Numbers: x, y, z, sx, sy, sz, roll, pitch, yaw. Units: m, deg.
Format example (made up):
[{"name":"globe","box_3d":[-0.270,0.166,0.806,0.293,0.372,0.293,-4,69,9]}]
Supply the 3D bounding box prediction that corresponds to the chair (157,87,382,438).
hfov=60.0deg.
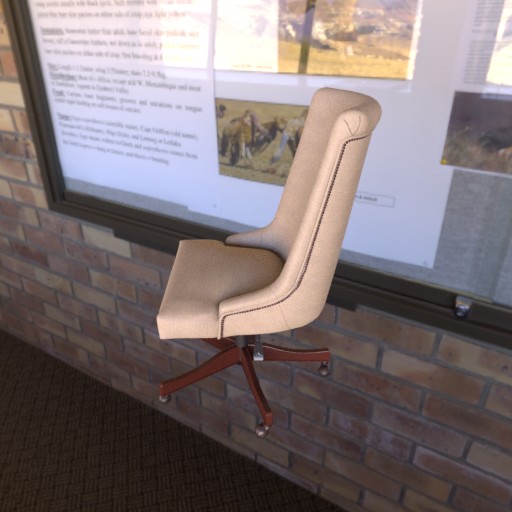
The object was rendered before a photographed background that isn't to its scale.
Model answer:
[{"name":"chair","box_3d":[0.000,0.000,1.477,0.696,1.010,0.645,0,28,-1]}]
